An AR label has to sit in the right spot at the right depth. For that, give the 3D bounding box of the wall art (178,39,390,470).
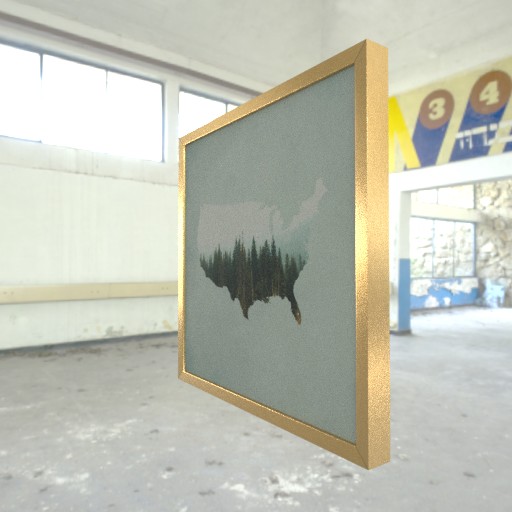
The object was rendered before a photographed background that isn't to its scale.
[{"bbox_3d":[0.000,0.000,0.741,0.040,0.509,0.509,1,-1,-35],"label":"wall art"}]
